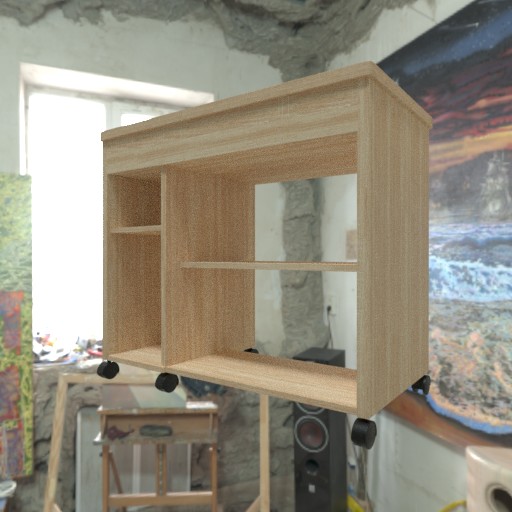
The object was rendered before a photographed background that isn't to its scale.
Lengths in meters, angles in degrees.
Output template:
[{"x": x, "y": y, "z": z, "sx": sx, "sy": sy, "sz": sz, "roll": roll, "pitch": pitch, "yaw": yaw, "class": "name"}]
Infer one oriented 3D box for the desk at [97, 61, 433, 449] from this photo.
[{"x": 0.000, "y": 0.000, "z": 1.311, "sx": 0.884, "sy": 0.770, "sz": 0.480, "roll": 0, "pitch": 0, "yaw": 36, "class": "desk"}]
